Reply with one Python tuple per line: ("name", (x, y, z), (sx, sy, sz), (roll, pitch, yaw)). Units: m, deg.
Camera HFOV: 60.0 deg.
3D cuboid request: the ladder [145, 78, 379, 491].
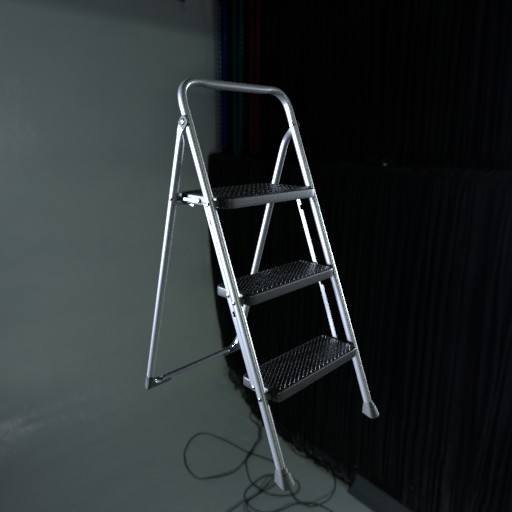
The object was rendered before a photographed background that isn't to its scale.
("ladder", (0.000, 0.000, 1.273), (0.629, 0.945, 0.430), (14, 21, 43))
